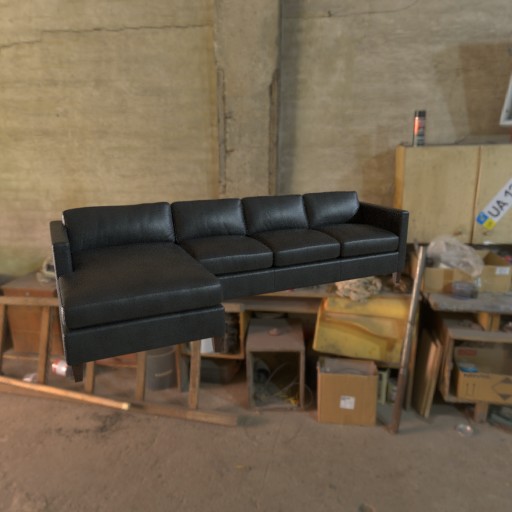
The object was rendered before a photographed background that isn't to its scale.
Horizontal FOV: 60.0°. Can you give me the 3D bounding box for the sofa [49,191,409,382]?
[{"bbox_3d":[0.000,0.000,3.865,3.203,0.883,1.581,-7,17,-24],"label":"sofa"}]
